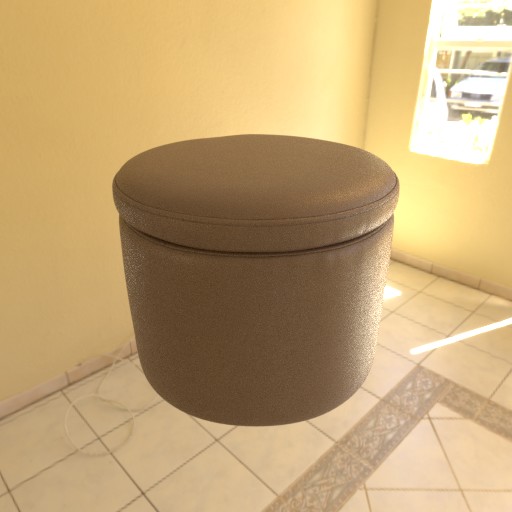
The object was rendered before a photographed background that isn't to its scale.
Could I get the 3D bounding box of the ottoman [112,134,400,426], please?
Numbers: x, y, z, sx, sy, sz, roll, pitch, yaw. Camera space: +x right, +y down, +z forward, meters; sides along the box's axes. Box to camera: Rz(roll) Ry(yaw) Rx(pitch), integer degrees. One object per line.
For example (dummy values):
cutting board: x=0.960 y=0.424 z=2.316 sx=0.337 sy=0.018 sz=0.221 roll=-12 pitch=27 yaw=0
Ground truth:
ottoman: x=0.000 y=0.000 z=0.870 sx=0.500 sy=0.409 sz=0.500 roll=0 pitch=26 yaw=0
